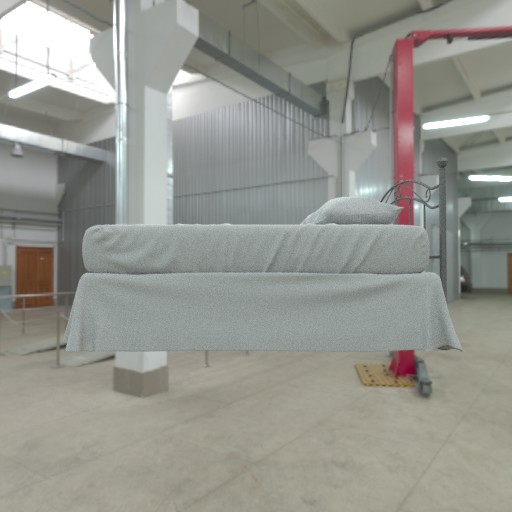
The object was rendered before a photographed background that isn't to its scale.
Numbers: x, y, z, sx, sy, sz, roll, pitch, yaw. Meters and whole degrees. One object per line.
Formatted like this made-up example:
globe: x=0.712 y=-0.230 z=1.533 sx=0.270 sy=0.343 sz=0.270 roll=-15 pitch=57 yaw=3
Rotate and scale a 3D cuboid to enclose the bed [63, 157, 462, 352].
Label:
bed: x=0.000 y=0.000 z=3.277 sx=2.215 sy=1.080 sz=1.936 roll=0 pitch=-1 yaw=0
